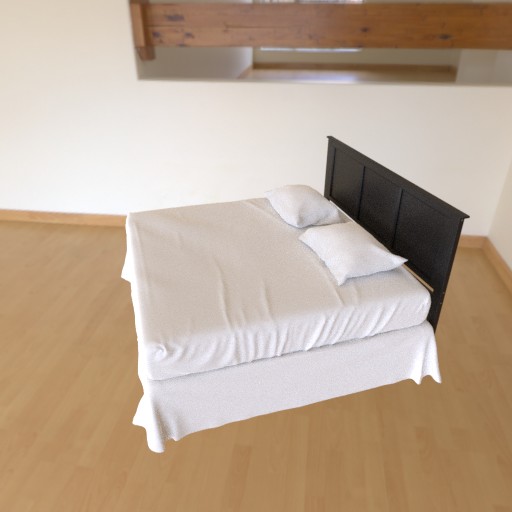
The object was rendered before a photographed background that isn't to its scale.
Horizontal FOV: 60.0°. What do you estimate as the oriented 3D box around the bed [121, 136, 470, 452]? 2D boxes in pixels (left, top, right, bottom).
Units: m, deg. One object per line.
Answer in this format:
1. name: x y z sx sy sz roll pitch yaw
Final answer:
1. bed: 0.000 0.000 3.603 2.219 1.271 2.315 -9 31 -15
